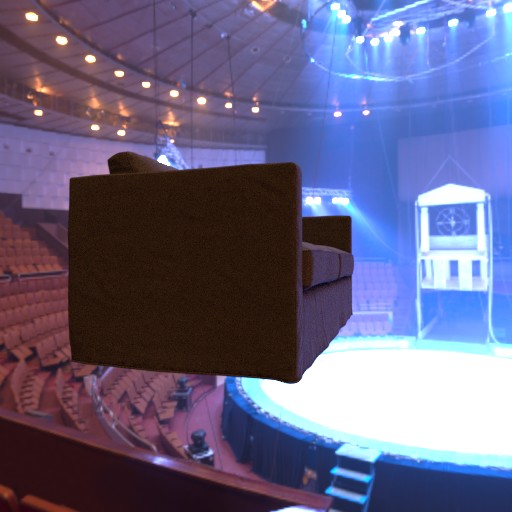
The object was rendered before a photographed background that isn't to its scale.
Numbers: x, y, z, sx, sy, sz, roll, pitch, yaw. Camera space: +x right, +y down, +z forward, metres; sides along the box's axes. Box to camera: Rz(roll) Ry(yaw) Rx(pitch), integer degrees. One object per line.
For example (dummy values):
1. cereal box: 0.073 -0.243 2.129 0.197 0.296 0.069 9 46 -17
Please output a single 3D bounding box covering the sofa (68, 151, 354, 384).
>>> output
1. sofa: 0.000 0.000 2.510 0.953 0.855 1.982 0 -1 18
